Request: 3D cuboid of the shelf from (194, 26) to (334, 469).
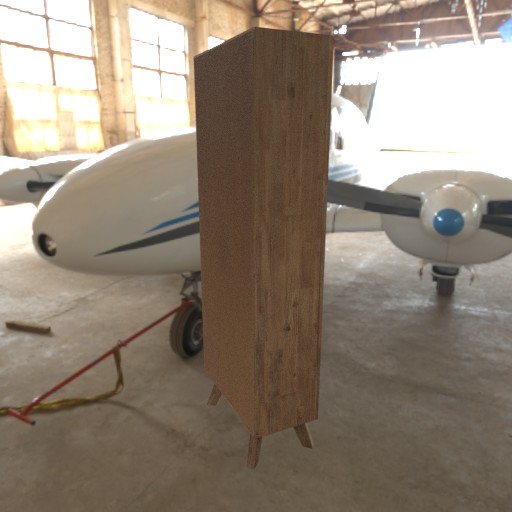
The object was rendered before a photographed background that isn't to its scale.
[{"bbox_3d":[0.000,0.000,1.551,0.267,1.342,0.491,-7,17,-25],"label":"shelf"}]
